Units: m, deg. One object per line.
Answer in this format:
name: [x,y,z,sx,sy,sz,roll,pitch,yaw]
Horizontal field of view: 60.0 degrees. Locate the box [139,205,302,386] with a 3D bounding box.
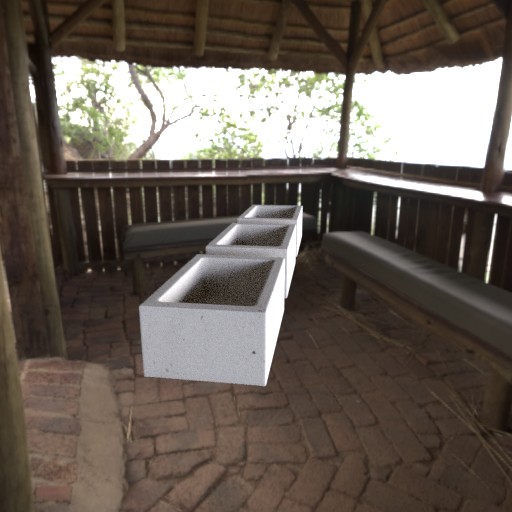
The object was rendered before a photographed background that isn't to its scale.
box: [0.000,0.000,0.501,0.082,0.051,0.461,2,15,8]
